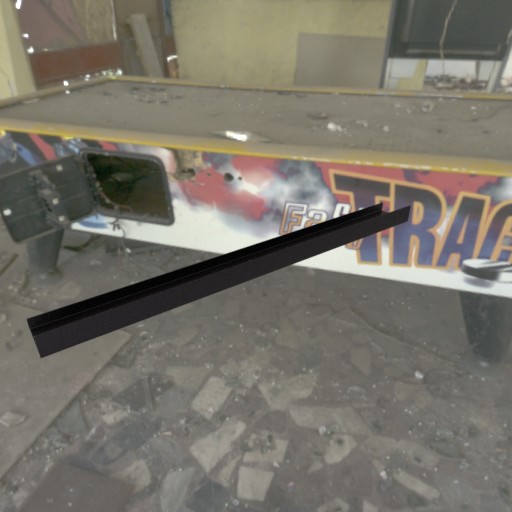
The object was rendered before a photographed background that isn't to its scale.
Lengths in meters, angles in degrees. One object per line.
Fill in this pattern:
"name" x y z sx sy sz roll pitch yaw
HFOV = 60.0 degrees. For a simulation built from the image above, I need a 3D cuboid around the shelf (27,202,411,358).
"shelf" 0.000 0.000 0.979 0.924 0.049 0.092 -19 35 -30
